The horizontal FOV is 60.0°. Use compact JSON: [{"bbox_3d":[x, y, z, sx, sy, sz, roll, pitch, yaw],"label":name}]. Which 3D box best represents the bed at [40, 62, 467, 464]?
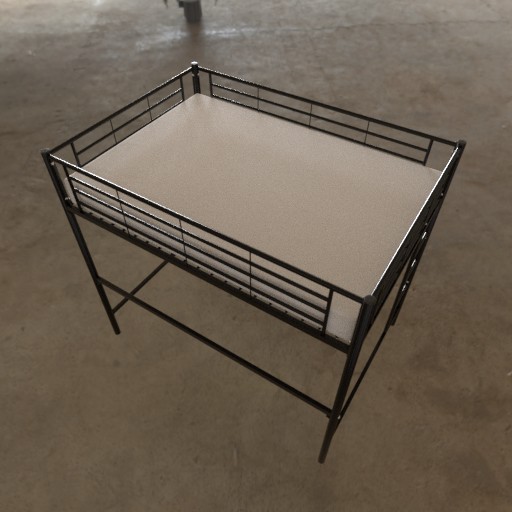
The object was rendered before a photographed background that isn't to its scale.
[{"bbox_3d":[0.000,0.000,3.155,1.994,1.803,1.397,25,52,22],"label":"bed"}]
